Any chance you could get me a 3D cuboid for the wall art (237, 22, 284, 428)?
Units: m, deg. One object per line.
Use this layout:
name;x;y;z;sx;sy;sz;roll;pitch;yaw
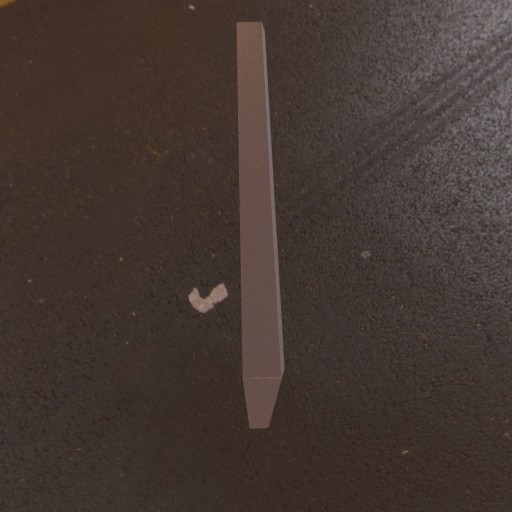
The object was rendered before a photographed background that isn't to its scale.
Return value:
wall art;0.000;0.000;0.521;0.028;0.349;0.349;-2;64;-1
